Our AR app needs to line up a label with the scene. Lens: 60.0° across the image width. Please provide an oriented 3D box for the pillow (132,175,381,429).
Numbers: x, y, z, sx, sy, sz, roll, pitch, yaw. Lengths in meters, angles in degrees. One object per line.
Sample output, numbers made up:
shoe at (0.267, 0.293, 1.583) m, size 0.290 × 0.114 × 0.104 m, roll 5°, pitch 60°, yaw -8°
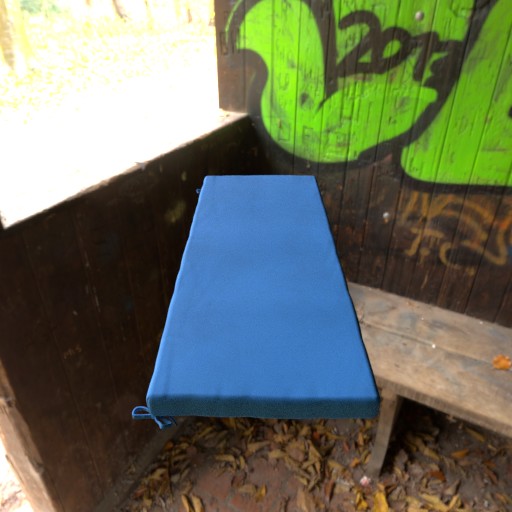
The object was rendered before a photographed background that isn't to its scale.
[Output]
pillow at (0.000, 0.000, 1.342) m, size 0.492 × 0.081 × 1.187 m, roll 0°, pitch 32°, yaw 0°
